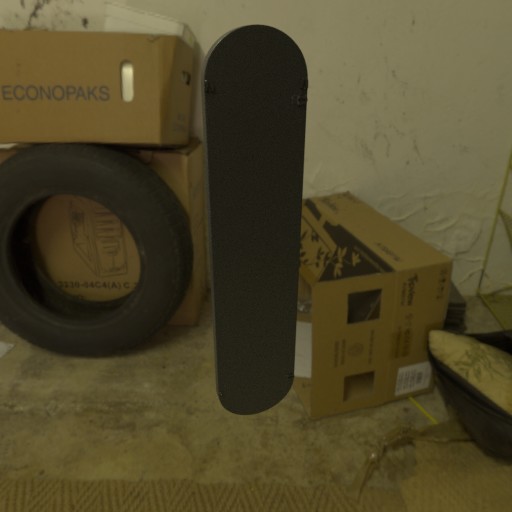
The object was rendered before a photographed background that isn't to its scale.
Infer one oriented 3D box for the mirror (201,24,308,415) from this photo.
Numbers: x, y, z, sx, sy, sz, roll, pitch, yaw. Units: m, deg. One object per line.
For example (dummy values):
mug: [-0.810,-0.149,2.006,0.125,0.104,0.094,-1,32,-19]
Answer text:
mirror: [0.000,0.000,1.070,0.222,0.991,0.032,-9,27,-18]
